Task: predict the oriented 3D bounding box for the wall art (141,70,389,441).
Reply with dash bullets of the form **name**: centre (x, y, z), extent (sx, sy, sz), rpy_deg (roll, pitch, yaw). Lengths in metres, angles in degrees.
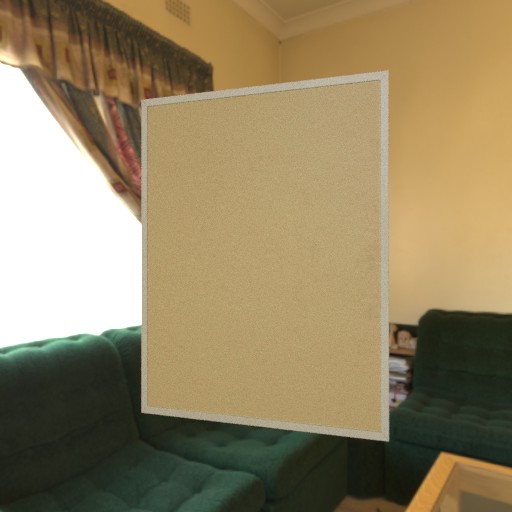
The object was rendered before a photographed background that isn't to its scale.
- **wall art**: centre (0.000, 0.000, 1.374), extent (0.789, 1.042, 0.034), rpy_deg (0, 0, 17)
